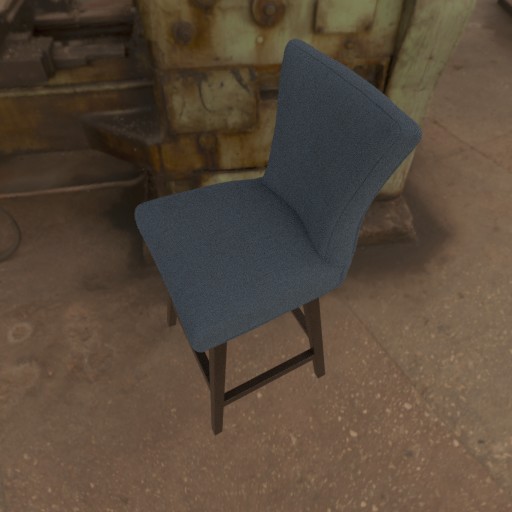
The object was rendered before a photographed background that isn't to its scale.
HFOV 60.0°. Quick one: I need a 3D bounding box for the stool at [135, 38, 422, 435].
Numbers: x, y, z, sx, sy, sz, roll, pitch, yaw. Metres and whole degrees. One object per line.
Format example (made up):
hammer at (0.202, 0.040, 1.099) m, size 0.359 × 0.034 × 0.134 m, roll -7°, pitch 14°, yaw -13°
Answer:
stool at (0.000, 0.000, 1.313) m, size 0.574 × 1.000 × 0.514 m, roll -20°, pitch 50°, yaw -17°
